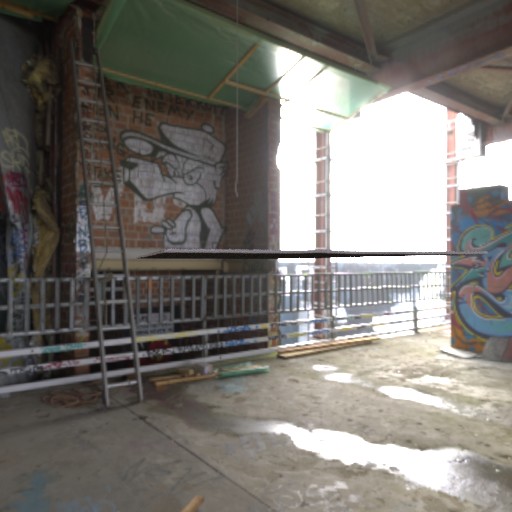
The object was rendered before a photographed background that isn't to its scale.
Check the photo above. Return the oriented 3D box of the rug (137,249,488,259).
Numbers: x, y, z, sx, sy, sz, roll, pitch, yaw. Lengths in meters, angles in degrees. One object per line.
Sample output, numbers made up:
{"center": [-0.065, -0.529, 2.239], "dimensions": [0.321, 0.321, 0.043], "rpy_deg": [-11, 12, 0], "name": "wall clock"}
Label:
{"center": [0.000, 0.000, 1.048], "dimensions": [0.515, 0.007, 0.867], "rpy_deg": [0, -1, -17], "name": "rug"}
